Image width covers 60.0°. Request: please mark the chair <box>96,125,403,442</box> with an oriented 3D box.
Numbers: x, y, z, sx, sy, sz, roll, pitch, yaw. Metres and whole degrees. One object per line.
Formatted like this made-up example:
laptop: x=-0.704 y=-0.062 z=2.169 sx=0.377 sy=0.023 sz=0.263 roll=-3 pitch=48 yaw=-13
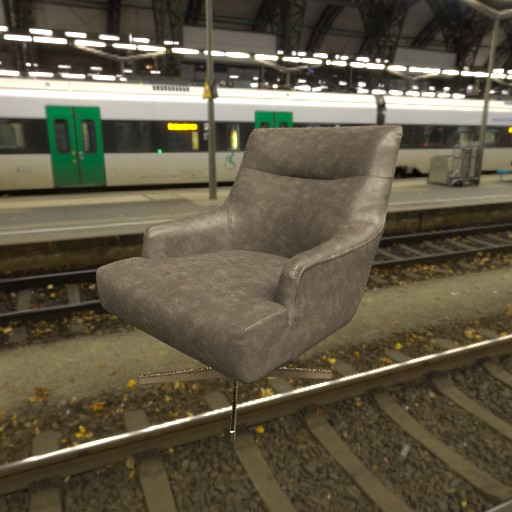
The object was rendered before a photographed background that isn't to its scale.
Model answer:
chair: x=0.000 y=0.000 z=1.530 sx=0.738 sy=0.870 sz=0.874 roll=14 pitch=20 yaw=43
